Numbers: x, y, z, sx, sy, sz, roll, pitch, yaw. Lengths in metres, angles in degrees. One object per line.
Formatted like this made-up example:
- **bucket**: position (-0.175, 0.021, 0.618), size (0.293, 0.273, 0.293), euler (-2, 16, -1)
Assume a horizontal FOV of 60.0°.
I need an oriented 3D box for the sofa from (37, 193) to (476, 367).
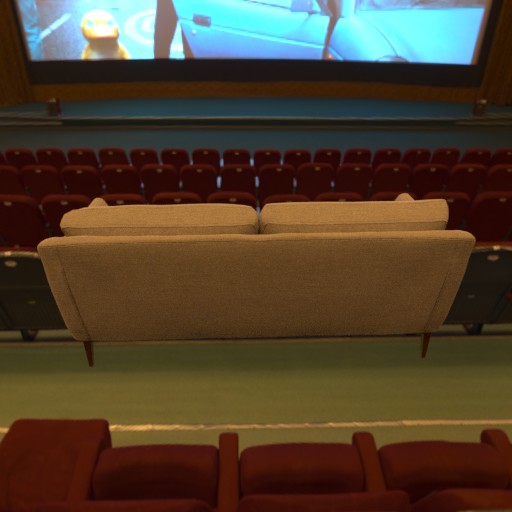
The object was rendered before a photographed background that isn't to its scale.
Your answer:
- **sofa**: position (0.000, 0.000, 2.502), size (2.036, 0.913, 0.980), euler (-1, 31, -2)
